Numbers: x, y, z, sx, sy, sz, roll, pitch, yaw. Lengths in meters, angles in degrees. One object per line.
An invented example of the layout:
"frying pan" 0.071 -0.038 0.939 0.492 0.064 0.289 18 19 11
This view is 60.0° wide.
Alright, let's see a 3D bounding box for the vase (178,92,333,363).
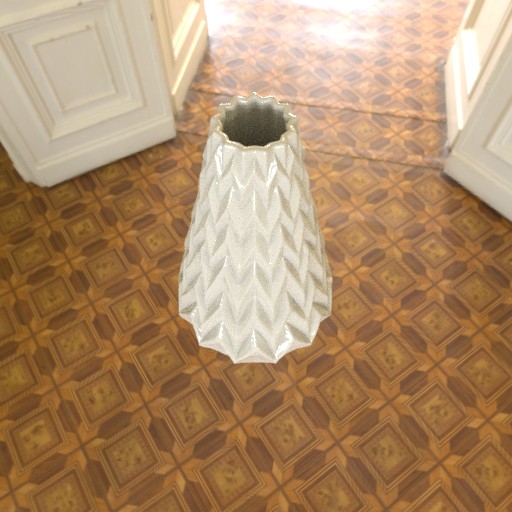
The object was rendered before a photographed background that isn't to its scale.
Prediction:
"vase" 0.000 0.000 0.418 0.167 0.328 0.167 0 59 0
